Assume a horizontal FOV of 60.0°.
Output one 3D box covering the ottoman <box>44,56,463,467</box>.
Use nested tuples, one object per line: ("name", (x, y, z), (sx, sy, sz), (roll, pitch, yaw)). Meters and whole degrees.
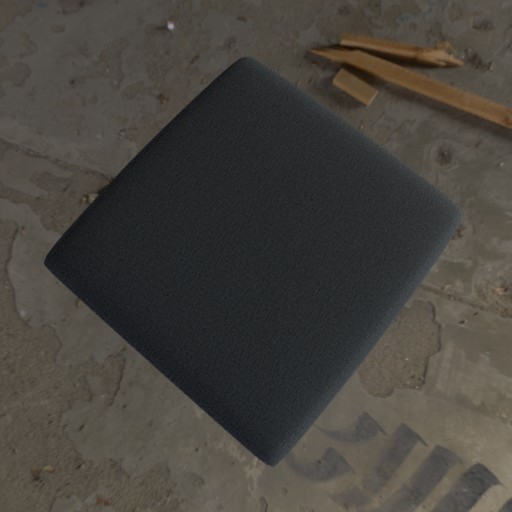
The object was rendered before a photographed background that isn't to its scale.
("ottoman", (0.000, 0.000, 1.063), (0.649, 0.398, 0.650), (39, 79, 9))
